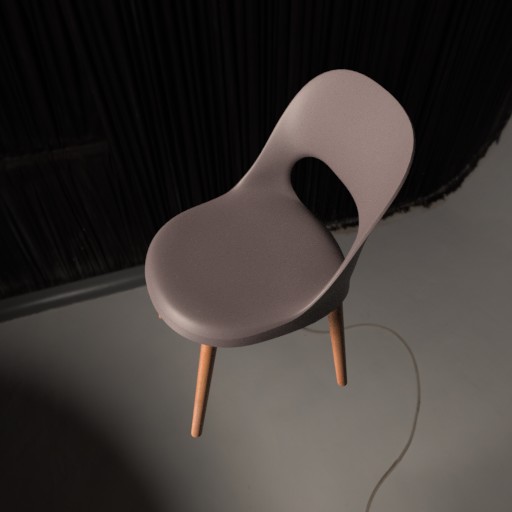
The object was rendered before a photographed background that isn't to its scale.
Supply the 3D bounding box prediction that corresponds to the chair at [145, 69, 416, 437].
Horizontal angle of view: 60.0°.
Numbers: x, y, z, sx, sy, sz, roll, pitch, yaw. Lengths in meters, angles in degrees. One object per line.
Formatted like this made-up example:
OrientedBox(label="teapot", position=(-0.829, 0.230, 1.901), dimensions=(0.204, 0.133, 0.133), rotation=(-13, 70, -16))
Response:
OrientedBox(label="chair", position=(0.000, 0.000, 1.122), dimensions=(0.556, 0.794, 0.470), rotation=(-15, 48, -14))
